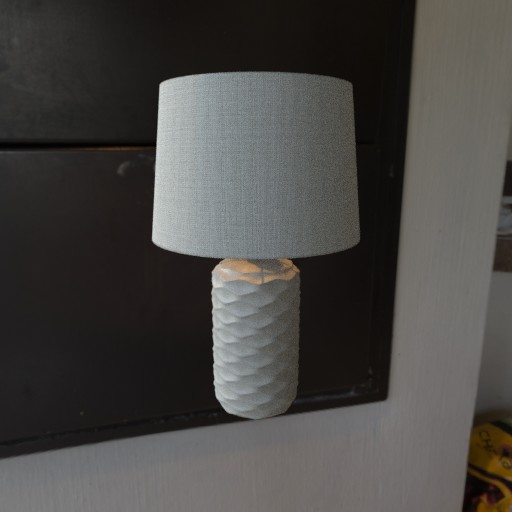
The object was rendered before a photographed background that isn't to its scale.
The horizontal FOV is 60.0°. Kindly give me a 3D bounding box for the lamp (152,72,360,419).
[{"bbox_3d":[0.000,0.000,0.830,0.376,0.594,0.376,0,13,0],"label":"lamp"}]
